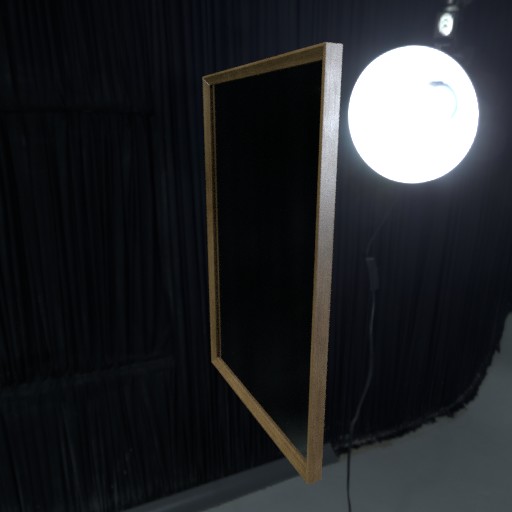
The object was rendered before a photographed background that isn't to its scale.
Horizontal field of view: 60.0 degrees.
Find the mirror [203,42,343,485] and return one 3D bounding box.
[{"bbox_3d":[0.000,0.000,1.144,0.041,0.915,0.609,-8,18,-25],"label":"mirror"}]
